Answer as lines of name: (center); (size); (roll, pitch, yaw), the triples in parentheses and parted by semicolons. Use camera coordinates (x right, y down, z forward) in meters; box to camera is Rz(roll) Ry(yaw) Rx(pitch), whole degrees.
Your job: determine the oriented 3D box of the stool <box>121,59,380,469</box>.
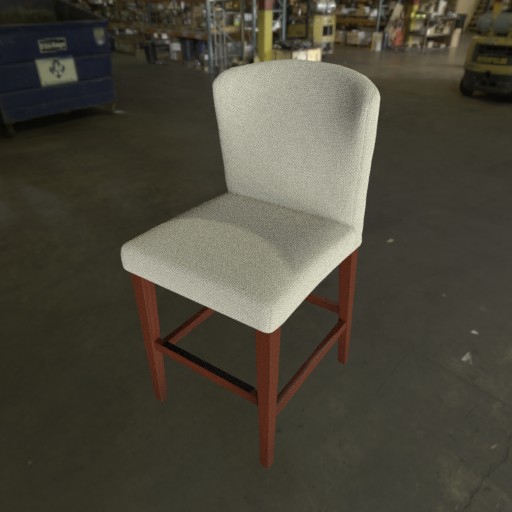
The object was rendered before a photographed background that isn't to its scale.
stool: (0.000, 0.000, 1.258); (0.481, 0.969, 0.568); (20, 36, 29)
